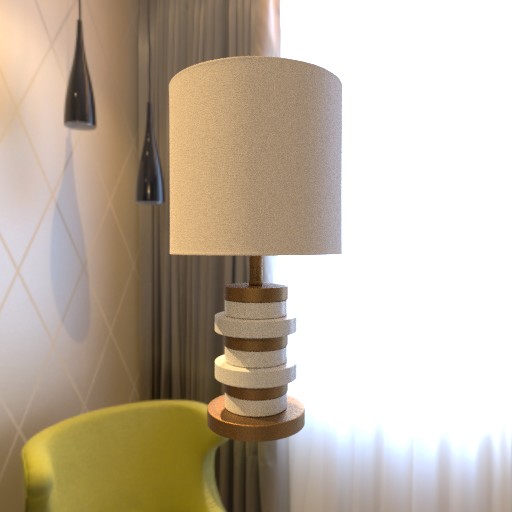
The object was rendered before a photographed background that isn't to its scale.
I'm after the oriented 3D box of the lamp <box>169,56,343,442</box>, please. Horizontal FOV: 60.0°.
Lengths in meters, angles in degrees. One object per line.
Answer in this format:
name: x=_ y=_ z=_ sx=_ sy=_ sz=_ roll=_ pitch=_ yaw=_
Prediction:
lamp: x=0.000 y=0.000 z=0.548 sx=0.210 sy=0.410 sz=0.210 roll=0 pitch=1 yaw=-1
